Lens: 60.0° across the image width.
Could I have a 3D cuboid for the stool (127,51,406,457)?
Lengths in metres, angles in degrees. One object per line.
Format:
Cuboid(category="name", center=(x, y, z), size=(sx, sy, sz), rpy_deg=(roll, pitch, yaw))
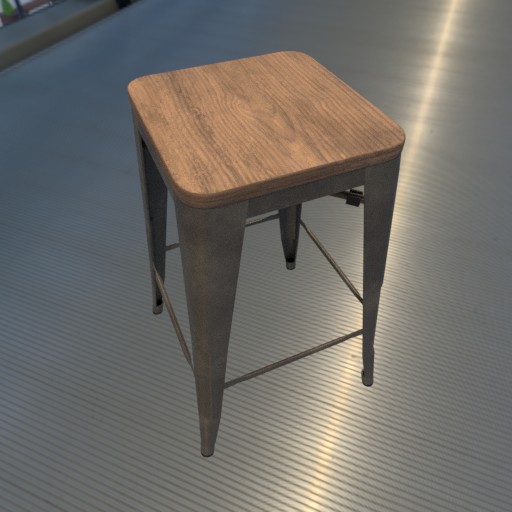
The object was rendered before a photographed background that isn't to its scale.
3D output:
Cuboid(category="stool", center=(0.000, 0.000, 0.845), size=(0.407, 0.607, 0.407), rpy_deg=(-18, 48, -16))
